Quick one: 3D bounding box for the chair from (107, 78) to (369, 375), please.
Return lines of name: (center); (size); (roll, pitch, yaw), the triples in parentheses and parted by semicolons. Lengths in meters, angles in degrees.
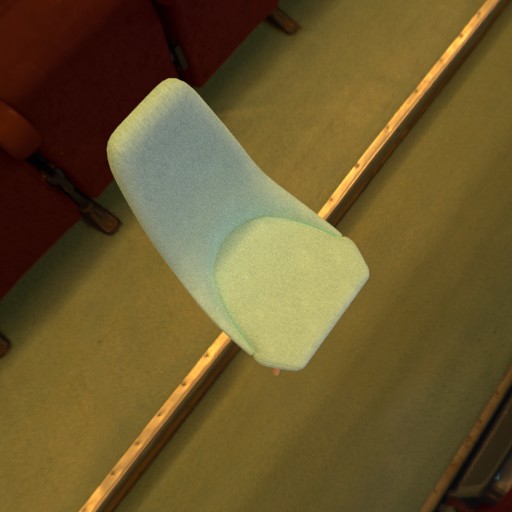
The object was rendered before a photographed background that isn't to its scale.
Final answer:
chair: (0.000, 0.000, 1.411); (0.660, 1.040, 0.510); (37, 78, 9)
